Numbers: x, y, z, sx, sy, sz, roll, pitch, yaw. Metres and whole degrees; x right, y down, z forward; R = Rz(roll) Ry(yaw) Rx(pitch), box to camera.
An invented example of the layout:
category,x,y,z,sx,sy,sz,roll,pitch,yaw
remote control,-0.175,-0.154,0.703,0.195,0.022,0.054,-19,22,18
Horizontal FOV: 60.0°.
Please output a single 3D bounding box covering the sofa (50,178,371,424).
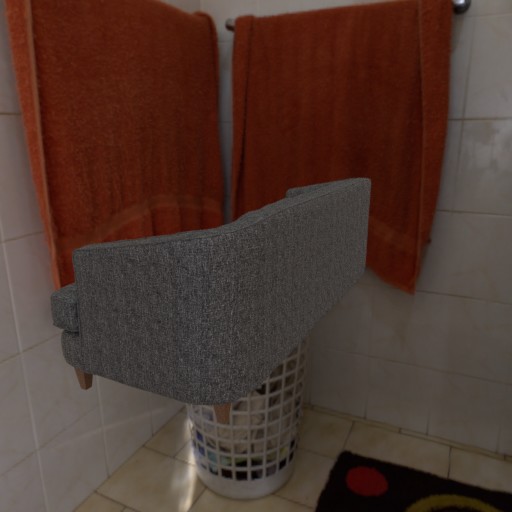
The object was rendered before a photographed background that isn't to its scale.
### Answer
category,x,y,z,sx,sy,sz,roll,pitch,yaw
sofa,0.000,0.000,2.715,0.941,0.855,2.278,8,18,26
